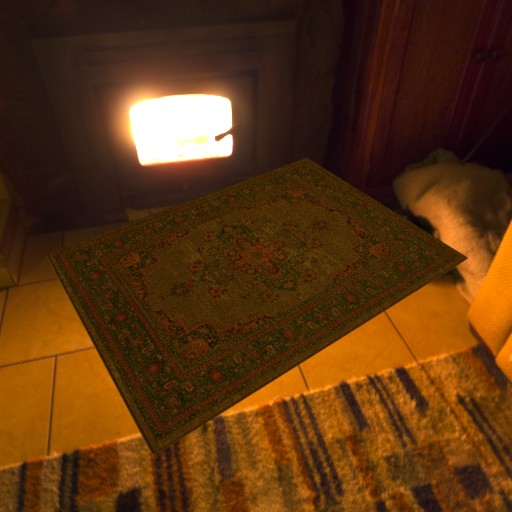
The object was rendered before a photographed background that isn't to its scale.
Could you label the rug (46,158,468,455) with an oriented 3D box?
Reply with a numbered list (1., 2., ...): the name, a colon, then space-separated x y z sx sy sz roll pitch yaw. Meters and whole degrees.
1. rug: 0.000 0.000 2.866 2.214 0.013 1.609 -25 47 -26
